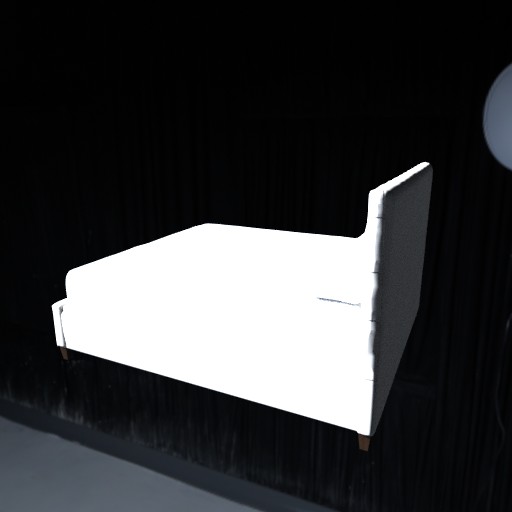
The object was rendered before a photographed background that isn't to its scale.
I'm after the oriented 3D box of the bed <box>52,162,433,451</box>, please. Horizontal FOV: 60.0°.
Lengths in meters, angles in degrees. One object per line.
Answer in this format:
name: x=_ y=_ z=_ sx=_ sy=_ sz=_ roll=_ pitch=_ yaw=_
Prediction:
bed: x=0.000 y=0.000 z=3.586 sx=2.387 sy=1.427 sz=2.078 roll=8 pitch=17 yaw=25
